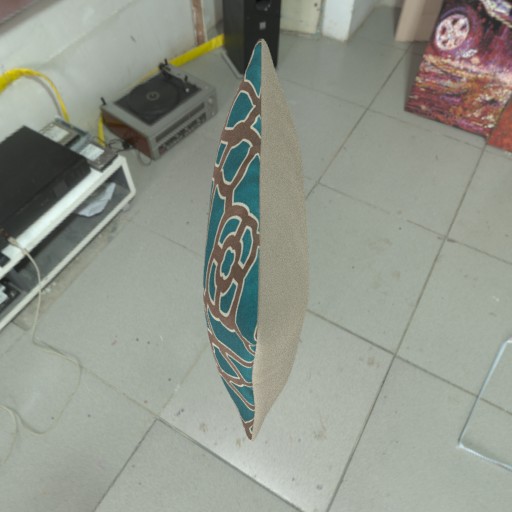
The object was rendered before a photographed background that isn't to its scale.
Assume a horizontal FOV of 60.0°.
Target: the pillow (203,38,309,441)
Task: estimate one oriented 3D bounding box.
[{"bbox_3d":[0.000,0.000,0.788,0.166,0.507,0.526,1,57,0],"label":"pillow"}]
